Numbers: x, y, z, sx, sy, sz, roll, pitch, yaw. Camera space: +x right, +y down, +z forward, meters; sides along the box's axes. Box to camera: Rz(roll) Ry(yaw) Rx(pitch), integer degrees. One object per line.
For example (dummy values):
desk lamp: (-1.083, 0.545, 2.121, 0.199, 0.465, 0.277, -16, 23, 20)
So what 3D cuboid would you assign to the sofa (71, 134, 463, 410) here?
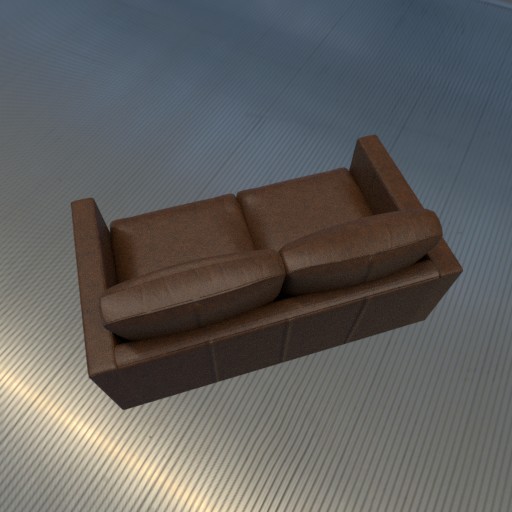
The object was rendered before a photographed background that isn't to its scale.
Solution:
sofa: (0.000, 0.000, 2.167, 1.578, 0.951, 0.909, -14, 59, -9)
